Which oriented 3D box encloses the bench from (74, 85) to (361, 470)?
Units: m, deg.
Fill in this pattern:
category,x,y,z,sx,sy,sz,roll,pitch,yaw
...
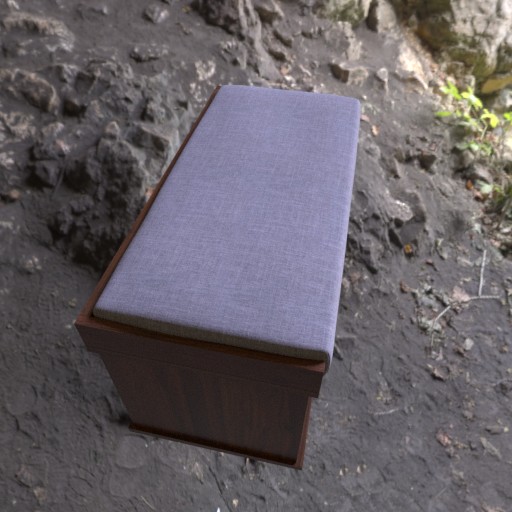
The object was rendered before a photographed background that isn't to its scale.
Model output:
category,x,y,z,sx,sy,sz,roll,pitch,yaw
bench,0.000,0.000,0.986,0.362,0.461,0.734,9,47,8
